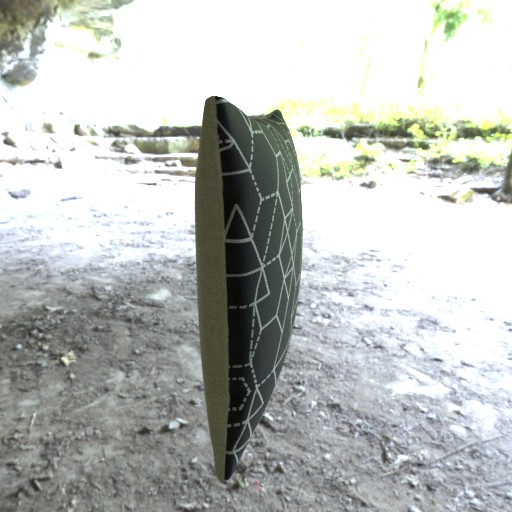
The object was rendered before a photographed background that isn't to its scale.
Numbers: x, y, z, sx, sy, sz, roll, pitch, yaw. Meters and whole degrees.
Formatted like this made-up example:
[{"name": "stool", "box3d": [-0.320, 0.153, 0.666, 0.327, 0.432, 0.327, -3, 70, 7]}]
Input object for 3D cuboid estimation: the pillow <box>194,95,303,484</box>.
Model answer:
[{"name": "pillow", "box3d": [0.000, 0.000, 0.781, 0.158, 0.508, 0.517, 3, 17, 10]}]
